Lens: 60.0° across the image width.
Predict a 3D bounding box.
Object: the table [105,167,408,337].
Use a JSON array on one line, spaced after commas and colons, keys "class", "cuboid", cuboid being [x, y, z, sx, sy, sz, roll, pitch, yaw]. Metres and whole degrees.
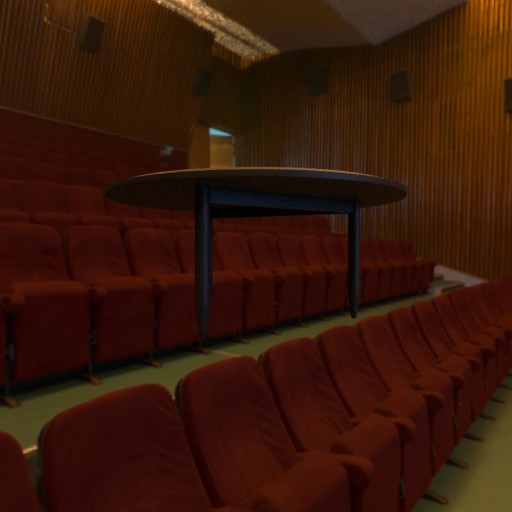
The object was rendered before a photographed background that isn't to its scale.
[{"class": "table", "cuboid": [0.000, 0.000, 1.393, 0.900, 0.400, 0.900, 0, 1, 0]}]
